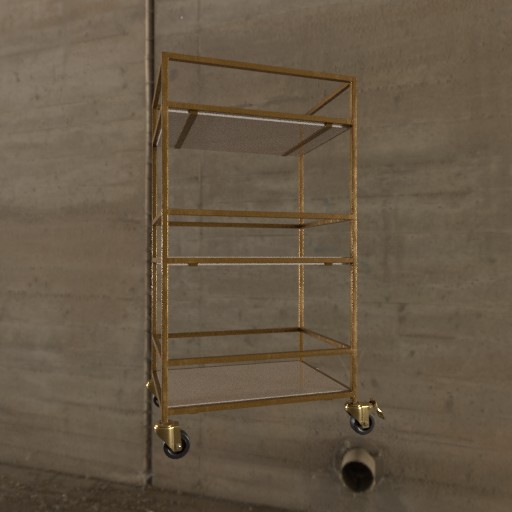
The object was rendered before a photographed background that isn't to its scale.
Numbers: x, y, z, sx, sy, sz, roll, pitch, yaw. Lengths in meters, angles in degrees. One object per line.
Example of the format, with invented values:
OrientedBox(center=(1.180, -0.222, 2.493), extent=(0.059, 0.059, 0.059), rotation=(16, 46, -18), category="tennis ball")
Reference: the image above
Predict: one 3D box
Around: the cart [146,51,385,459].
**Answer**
OrientedBox(center=(0.000, 0.000, 1.035), extent=(0.483, 0.761, 0.332), rotation=(0, 0, -17), category="cart")
